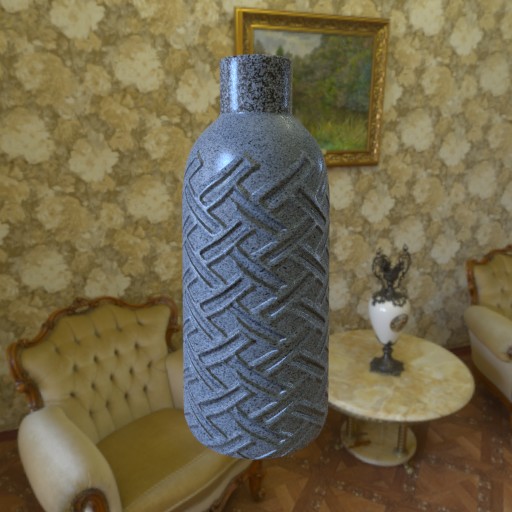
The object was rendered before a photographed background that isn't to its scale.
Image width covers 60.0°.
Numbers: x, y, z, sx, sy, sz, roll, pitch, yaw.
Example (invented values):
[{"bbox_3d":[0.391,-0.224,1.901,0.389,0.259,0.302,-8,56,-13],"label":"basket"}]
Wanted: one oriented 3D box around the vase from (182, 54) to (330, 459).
[{"bbox_3d":[0.000,0.000,0.346,0.122,0.282,0.122,0,15,0],"label":"vase"}]
